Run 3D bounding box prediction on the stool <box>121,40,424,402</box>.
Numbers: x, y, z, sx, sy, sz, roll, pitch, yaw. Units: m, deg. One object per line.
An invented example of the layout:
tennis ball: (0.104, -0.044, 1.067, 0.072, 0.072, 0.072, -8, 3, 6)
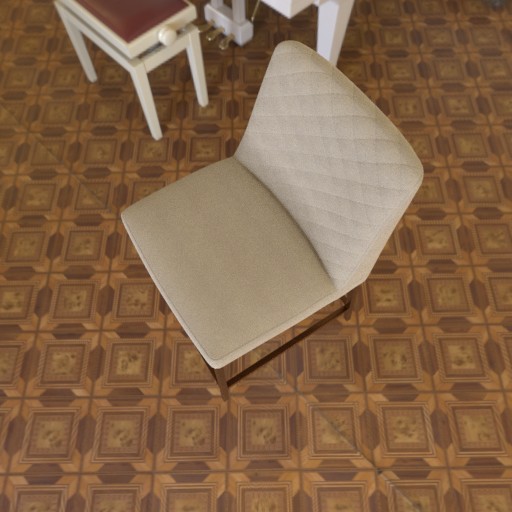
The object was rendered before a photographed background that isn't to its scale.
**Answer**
stool: (0.000, 0.000, 1.288, 0.576, 0.973, 0.507, -30, 68, -14)
